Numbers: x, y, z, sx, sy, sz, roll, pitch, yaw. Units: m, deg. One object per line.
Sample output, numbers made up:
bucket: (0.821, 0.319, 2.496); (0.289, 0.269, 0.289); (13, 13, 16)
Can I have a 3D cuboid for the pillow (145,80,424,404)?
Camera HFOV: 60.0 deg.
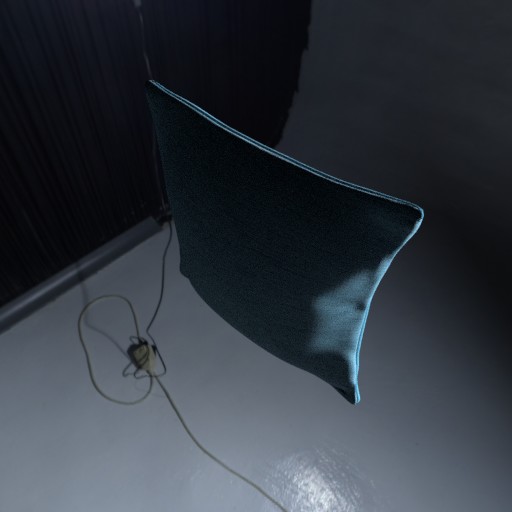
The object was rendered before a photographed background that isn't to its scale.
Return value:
pillow: (0.000, 0.000, 0.671); (0.433, 0.415, 0.151); (33, 55, 28)
